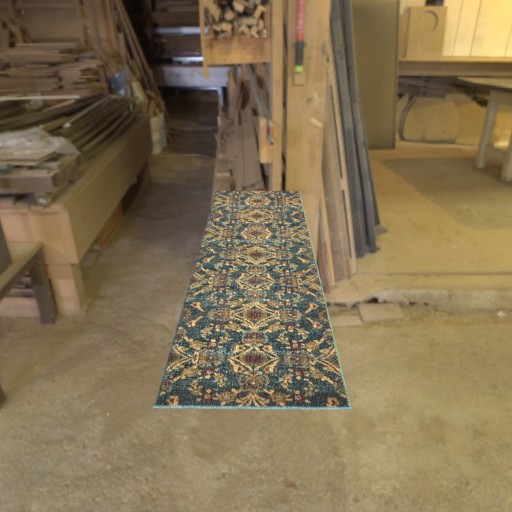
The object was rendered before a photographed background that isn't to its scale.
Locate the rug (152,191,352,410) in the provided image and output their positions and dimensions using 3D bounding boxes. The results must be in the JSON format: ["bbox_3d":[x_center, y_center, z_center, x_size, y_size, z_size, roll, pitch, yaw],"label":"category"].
[{"bbox_3d":[0.000,0.000,2.534,0.685,0.014,2.292,0,27,1],"label":"rug"}]
